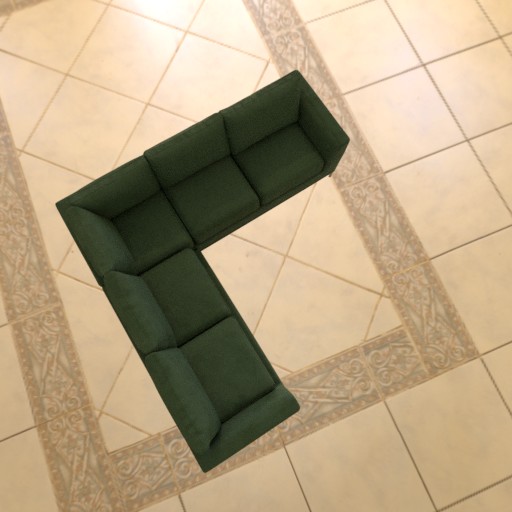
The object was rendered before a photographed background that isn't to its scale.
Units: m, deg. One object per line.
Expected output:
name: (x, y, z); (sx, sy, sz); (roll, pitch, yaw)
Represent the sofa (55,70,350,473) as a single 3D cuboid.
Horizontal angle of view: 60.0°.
sofa: (0.000, 0.000, 3.846); (2.452, 1.004, 2.468); (-31, 78, -7)
